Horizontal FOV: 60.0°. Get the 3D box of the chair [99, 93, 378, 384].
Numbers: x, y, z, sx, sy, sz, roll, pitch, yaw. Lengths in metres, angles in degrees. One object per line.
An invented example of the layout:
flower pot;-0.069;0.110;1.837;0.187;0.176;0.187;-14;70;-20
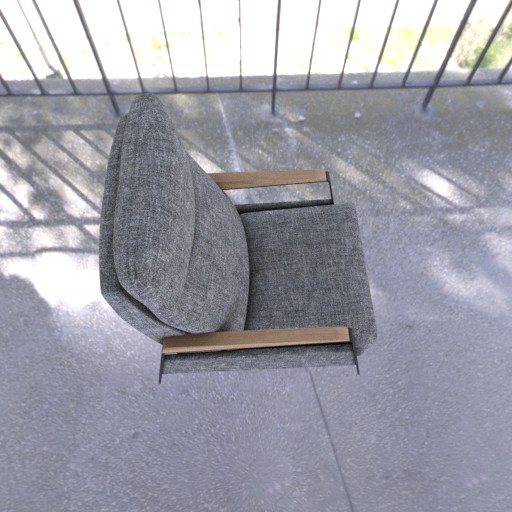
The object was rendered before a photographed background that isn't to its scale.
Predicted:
chair;0.000;0.000;1.596;0.868;1.042;0.671;-2;64;-1
